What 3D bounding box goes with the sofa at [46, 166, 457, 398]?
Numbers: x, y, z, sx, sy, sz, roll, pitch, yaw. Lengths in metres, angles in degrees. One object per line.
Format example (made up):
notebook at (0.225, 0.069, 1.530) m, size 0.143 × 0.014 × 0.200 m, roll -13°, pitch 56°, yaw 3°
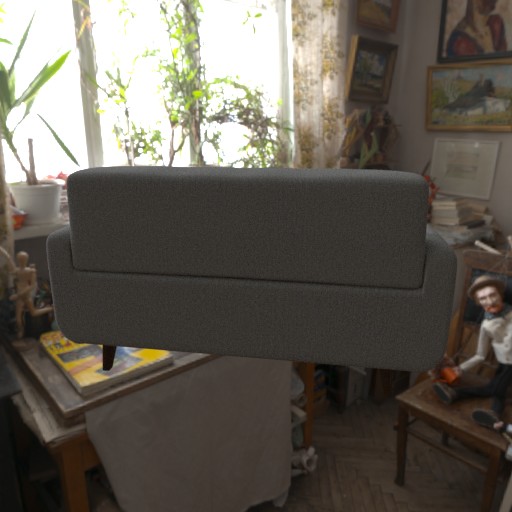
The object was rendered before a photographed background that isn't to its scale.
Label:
sofa at (0.000, 0.000, 2.216) m, size 1.651 × 0.925 × 0.952 m, roll 3°, pitch 16°, yaw 9°
